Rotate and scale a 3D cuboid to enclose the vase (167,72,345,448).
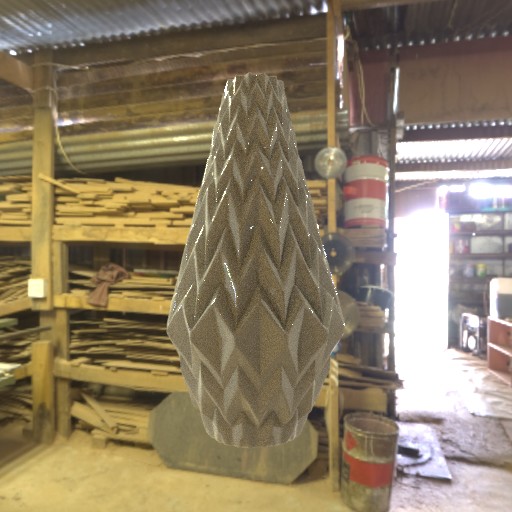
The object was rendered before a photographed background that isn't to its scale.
[{"bbox_3d":[0.000,0.000,0.421,0.167,0.328,0.167,0,-1,0],"label":"vase"}]
